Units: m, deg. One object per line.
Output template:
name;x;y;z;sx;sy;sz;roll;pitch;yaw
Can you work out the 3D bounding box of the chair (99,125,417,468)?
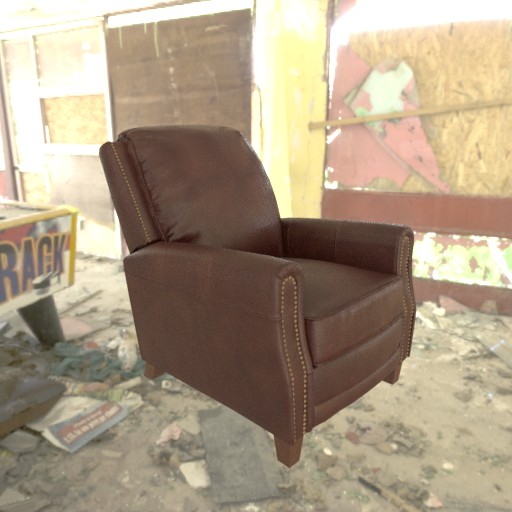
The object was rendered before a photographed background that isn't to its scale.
chair;0.000;0.000;1.779;1.089;1.022;0.826;15;21;43
